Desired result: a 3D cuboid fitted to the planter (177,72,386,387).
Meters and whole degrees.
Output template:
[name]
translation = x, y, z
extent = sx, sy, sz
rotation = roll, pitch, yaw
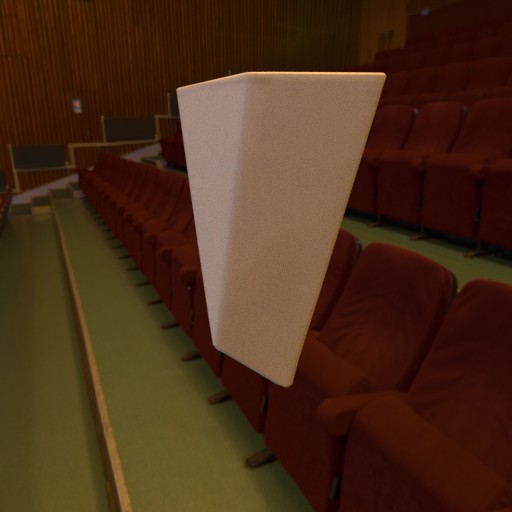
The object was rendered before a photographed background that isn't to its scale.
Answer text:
[planter]
translation = 0.000, 0.000, 0.272
extent = 0.060, 0.197, 0.150
rotation = -8, 19, -25
